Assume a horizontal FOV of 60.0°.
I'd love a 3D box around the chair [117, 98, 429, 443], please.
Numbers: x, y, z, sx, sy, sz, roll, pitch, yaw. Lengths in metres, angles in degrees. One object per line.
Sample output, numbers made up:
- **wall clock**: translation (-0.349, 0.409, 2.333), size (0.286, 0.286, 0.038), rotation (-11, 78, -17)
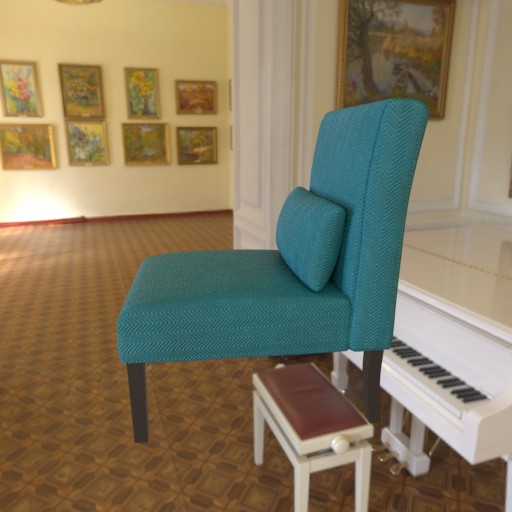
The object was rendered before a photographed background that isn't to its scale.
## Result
- **chair**: translation (0.000, 0.000, 1.429), size (0.808, 0.927, 0.579), rotation (-2, 15, -7)
